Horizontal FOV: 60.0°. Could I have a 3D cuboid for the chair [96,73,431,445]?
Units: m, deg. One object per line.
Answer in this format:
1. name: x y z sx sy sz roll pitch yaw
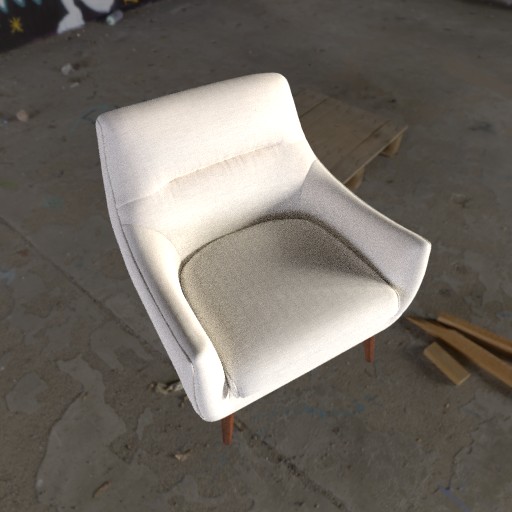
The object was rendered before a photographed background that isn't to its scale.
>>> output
1. chair: 0.000 0.000 1.420 0.762 0.838 0.787 -23 51 -20
